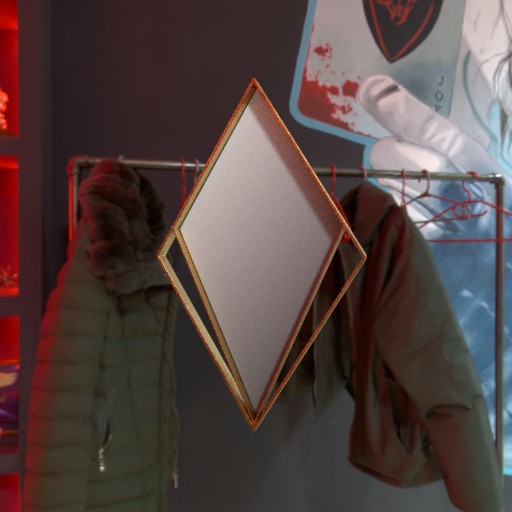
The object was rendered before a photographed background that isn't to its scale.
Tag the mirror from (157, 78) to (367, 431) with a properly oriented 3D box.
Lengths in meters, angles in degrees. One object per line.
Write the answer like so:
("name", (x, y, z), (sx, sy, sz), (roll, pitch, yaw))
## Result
("mirror", (0.000, 0.000, 0.866), (0.419, 0.679, 0.032), (0, 1, 17))
